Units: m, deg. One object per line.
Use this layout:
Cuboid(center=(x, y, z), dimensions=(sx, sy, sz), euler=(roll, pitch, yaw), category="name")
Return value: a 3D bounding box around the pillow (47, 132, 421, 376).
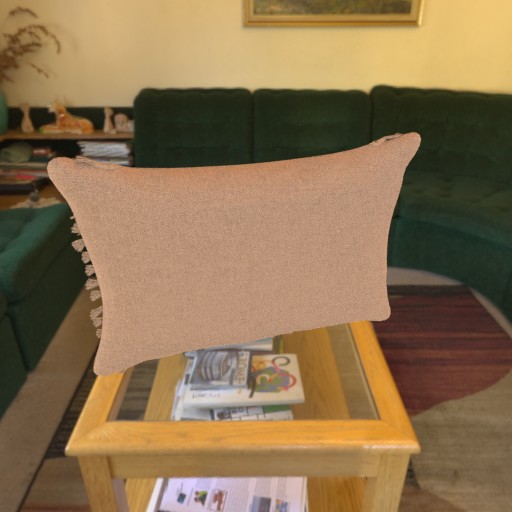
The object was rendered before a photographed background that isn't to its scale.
Cuboid(center=(0.000, 0.000, 0.599), dimensions=(0.466, 0.305, 0.084), euler=(-8, 28, -16), category="pillow")
